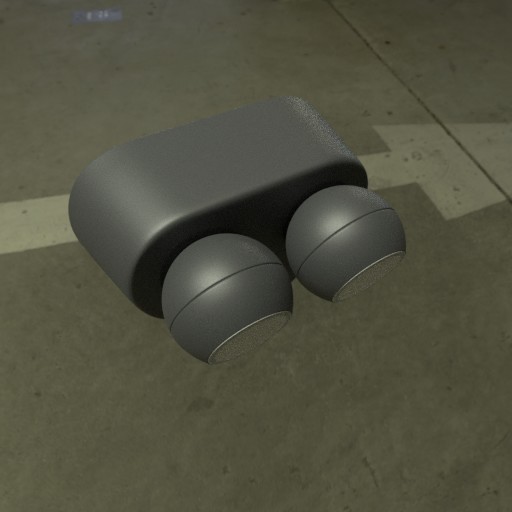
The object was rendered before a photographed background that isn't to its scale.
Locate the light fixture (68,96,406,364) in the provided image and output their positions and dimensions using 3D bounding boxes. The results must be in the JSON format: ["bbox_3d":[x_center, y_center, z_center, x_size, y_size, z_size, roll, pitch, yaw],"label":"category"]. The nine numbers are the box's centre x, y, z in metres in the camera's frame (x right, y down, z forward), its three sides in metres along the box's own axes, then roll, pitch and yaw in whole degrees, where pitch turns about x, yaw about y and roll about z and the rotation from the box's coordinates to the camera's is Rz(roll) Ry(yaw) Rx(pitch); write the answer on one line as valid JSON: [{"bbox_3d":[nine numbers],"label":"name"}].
[{"bbox_3d":[0.000,0.000,0.343,0.229,0.159,0.159,-24,52,-20],"label":"light fixture"}]
